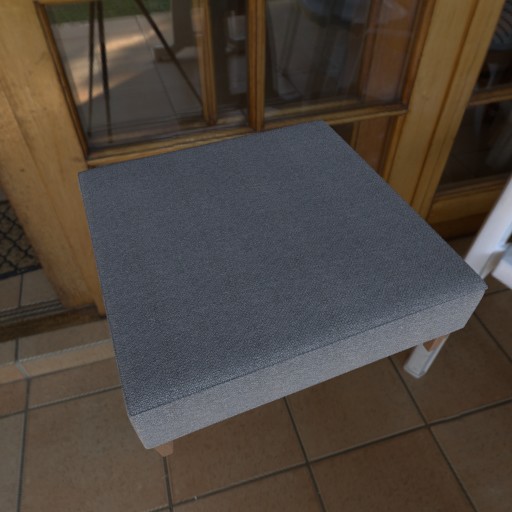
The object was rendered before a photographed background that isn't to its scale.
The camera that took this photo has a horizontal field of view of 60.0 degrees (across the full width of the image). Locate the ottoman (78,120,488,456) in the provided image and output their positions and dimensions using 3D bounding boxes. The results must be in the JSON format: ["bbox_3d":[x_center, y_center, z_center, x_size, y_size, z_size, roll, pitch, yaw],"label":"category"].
[{"bbox_3d":[0.000,0.000,1.479,0.981,0.378,0.970,-16,48,-15],"label":"ottoman"}]
